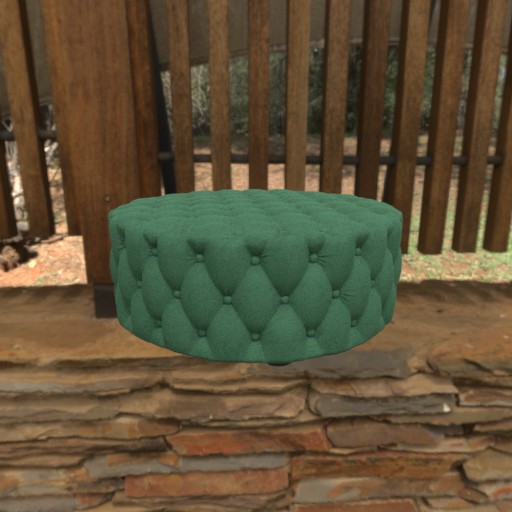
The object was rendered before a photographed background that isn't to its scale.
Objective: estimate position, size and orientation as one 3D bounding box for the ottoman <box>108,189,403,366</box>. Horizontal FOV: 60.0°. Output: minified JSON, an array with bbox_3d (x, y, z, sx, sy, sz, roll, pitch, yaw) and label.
[{"bbox_3d":[0.000,0.000,1.591,0.998,0.399,0.998,0,15,0],"label":"ottoman"}]
